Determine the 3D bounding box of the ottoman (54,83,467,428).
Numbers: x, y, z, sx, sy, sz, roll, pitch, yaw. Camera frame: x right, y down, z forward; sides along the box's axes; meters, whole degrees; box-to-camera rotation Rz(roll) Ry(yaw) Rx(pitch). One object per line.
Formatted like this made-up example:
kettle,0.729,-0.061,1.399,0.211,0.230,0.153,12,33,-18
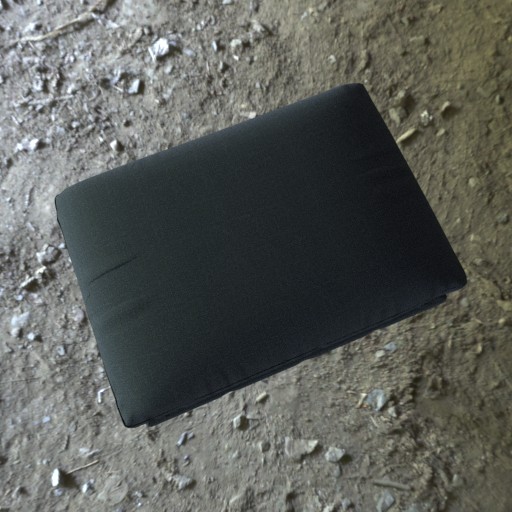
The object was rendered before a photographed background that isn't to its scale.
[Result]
ottoman,0.000,0.000,1.096,0.767,0.486,0.558,-22,77,-5
